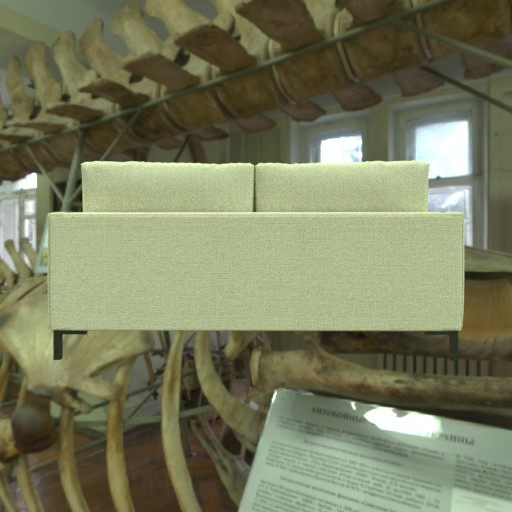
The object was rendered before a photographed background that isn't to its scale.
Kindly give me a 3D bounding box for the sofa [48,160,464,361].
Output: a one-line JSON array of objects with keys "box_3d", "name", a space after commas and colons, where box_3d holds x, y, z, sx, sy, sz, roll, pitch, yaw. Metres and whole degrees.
[{"box_3d": [0.000, 0.000, 2.128, 1.651, 0.812, 0.839, 0, 0, 1], "name": "sofa"}]
